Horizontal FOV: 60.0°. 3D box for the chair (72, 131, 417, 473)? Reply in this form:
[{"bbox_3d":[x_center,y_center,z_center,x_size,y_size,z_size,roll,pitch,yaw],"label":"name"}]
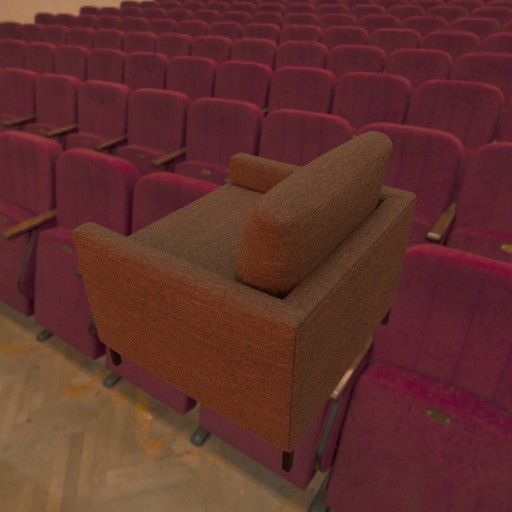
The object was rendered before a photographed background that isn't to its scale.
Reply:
[{"bbox_3d":[0.000,0.000,1.624,0.845,0.841,0.940,20,37,29],"label":"chair"}]
